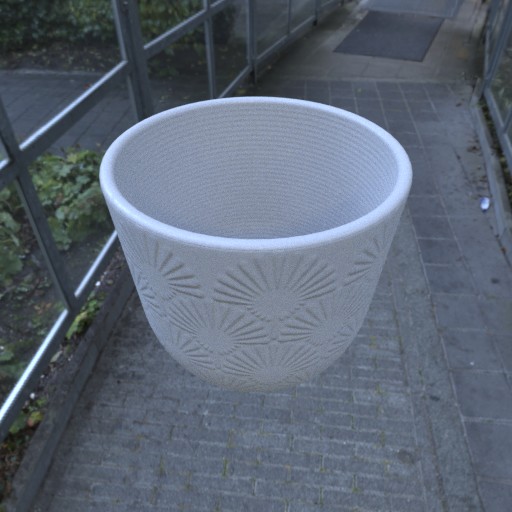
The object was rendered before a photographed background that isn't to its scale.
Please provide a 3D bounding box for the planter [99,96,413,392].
[{"bbox_3d":[0.000,0.000,0.296,0.170,0.152,0.170,0,40,0],"label":"planter"}]
